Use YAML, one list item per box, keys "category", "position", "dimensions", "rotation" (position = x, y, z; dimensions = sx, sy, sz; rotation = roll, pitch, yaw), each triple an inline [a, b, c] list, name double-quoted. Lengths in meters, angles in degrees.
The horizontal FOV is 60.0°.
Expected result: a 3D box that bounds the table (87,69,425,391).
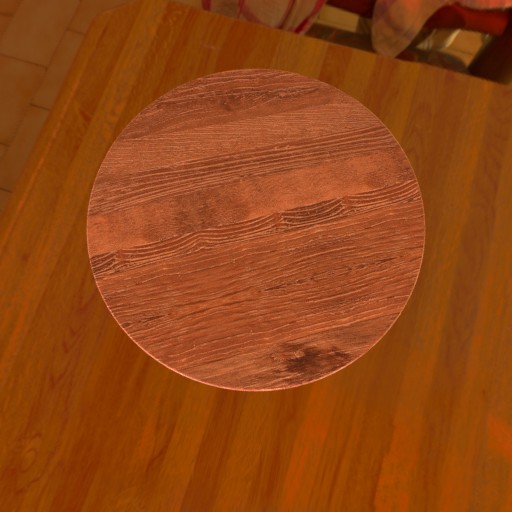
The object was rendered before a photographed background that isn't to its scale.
- category: "table"
  position: [0.000, 0.000, 0.897]
  dimensions: [0.500, 0.500, 0.500]
  rotation: [0, 76, 0]
